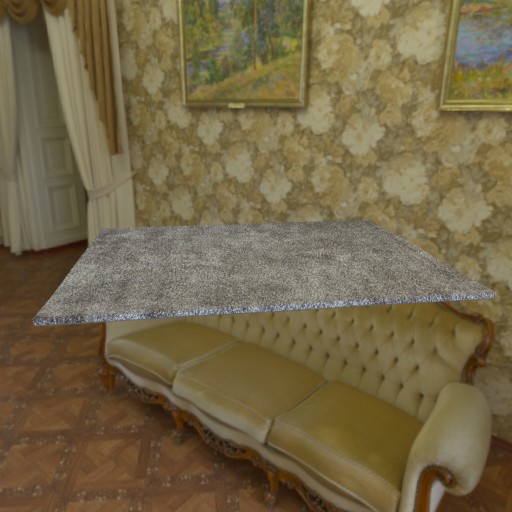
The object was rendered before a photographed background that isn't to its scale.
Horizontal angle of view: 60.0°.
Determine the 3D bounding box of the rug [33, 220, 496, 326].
[{"bbox_3d":[0.000,0.000,2.074,1.601,0.025,1.198,-2,18,-8],"label":"rug"}]
